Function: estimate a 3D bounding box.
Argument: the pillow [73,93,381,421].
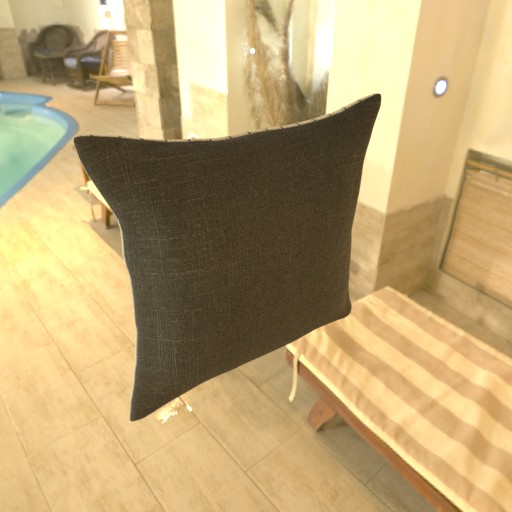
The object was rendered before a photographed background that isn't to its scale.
[{"bbox_3d":[0.000,0.000,0.684,0.468,0.444,0.138,-19,36,-29],"label":"pillow"}]
